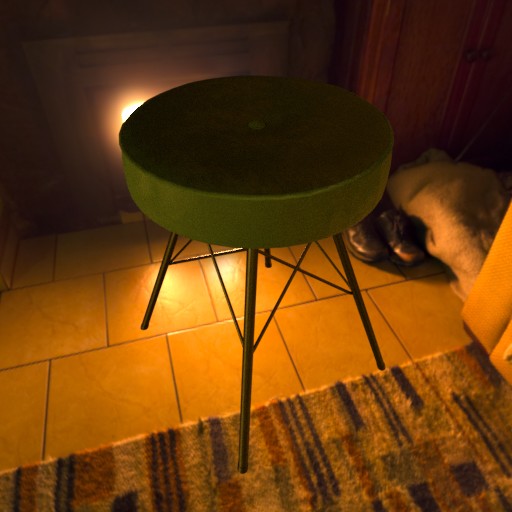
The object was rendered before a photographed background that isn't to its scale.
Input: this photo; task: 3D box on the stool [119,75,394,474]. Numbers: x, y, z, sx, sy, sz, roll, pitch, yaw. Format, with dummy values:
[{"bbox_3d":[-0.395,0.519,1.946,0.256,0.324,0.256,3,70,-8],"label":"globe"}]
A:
[{"bbox_3d":[0.000,0.000,0.886,0.430,0.595,0.457,-26,47,-26],"label":"stool"}]
